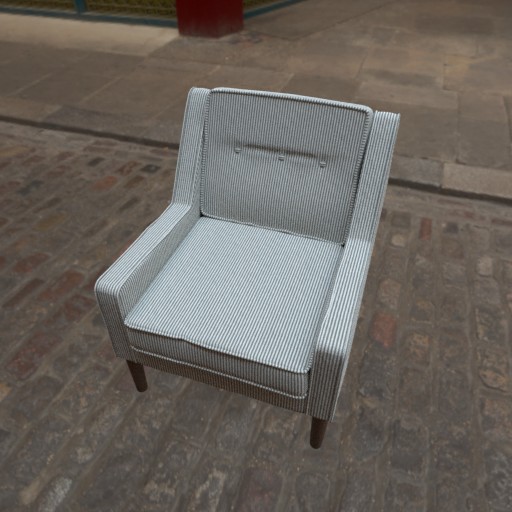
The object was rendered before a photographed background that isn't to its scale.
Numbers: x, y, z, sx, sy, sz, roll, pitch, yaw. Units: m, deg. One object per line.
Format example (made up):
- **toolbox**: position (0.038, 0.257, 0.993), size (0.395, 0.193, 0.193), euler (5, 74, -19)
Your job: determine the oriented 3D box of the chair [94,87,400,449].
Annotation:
- **chair**: position (0.000, 0.000, 1.345), size (0.663, 0.792, 0.743), euler (13, 43, 14)
